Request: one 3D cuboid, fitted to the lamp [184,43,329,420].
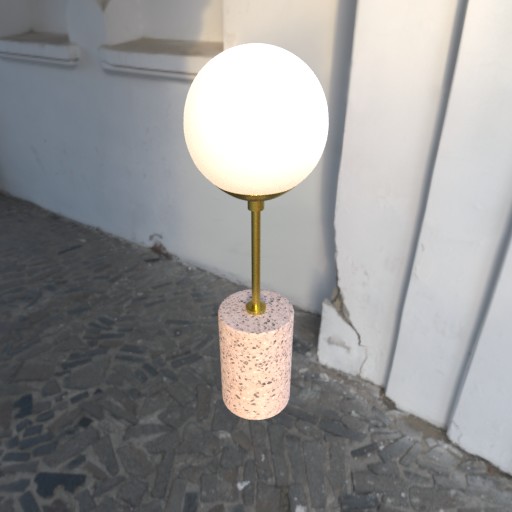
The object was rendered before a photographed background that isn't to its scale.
[{"bbox_3d":[0.000,0.000,0.554,0.153,0.480,0.153,0,30,0],"label":"lamp"}]
